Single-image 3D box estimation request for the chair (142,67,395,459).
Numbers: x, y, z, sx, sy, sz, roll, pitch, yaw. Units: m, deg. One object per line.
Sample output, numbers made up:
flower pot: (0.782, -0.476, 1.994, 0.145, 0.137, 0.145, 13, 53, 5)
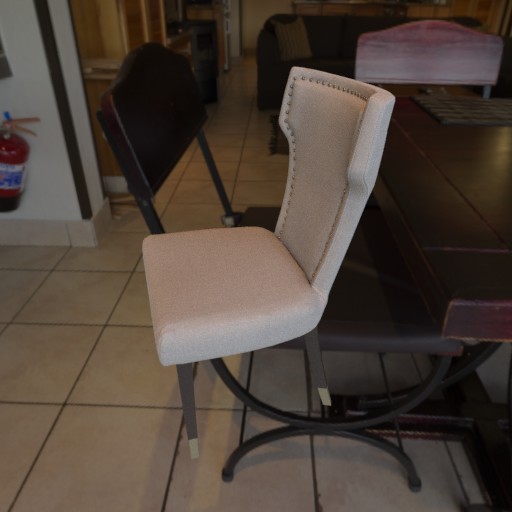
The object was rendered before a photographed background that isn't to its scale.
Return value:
chair: (0.000, 0.000, 1.285, 0.630, 0.950, 0.526, -8, 31, -14)
